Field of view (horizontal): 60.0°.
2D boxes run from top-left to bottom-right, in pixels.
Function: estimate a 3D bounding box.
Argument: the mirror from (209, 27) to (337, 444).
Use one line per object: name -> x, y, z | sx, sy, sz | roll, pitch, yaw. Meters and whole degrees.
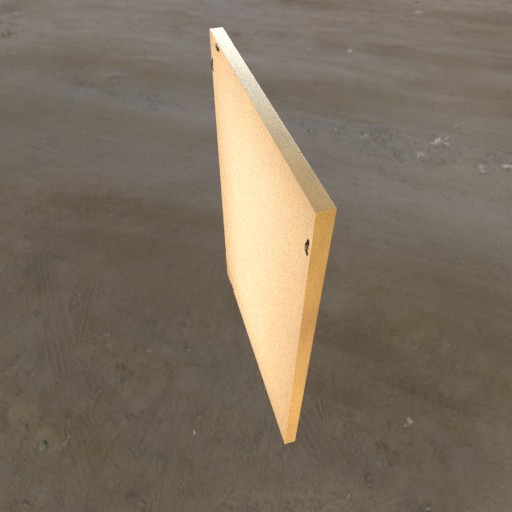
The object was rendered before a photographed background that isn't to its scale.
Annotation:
mirror -> 0.000, 0.000, 1.320 | 0.041, 1.016, 0.762 | -12, 49, -11
